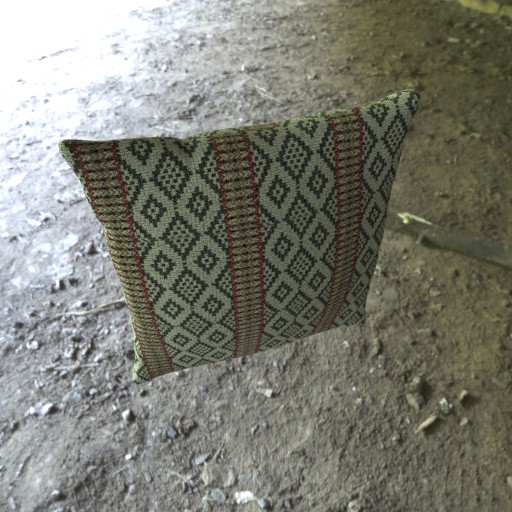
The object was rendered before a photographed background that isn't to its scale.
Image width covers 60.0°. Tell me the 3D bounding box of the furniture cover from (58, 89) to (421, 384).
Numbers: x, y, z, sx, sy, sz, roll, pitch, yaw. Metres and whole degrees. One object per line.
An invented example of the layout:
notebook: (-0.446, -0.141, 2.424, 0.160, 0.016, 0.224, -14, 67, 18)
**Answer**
furniture cover: (0.000, 0.000, 0.755, 0.503, 0.506, 0.182, -12, 42, -14)
